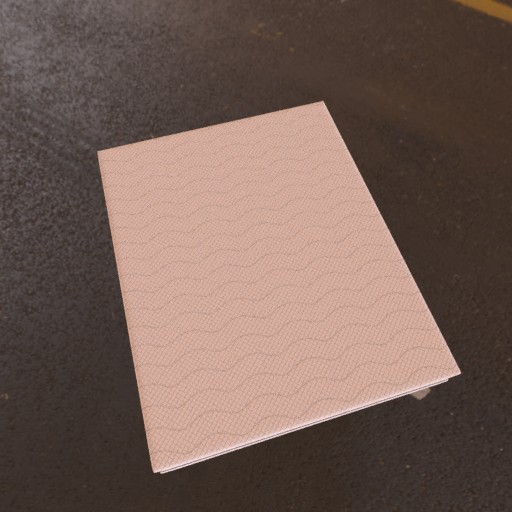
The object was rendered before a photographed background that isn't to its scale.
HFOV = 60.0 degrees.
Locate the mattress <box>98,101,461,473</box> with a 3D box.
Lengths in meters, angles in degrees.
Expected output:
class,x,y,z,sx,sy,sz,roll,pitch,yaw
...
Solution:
class,x,y,z,sx,sy,sz,roll,pitch,yaw
mattress,0.000,0.000,2.692,1.600,0.230,2.000,-15,64,-8
